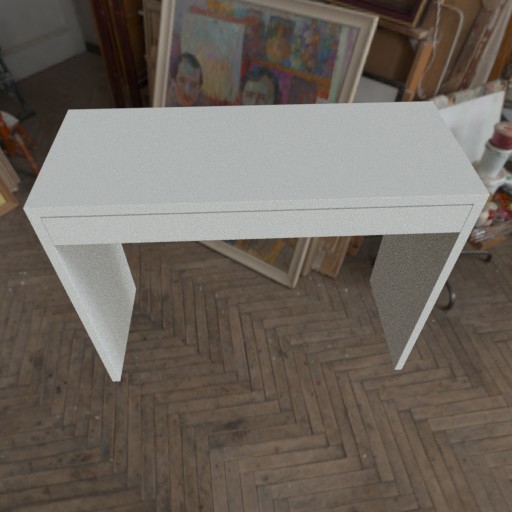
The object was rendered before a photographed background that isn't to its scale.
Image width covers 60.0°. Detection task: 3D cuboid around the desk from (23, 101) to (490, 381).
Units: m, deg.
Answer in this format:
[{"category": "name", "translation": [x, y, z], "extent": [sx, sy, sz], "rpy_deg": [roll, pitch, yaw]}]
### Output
[{"category": "desk", "translation": [0.000, 0.000, 1.375], "extent": [1.000, 0.790, 0.400], "rpy_deg": [-2, 48, -2]}]
